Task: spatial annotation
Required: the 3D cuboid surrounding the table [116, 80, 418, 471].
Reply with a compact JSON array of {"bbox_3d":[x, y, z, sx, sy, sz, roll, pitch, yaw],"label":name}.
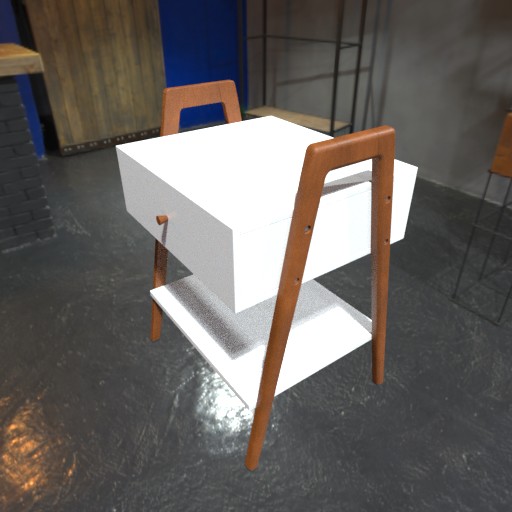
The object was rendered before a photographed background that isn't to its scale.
[{"bbox_3d":[0.000,0.000,0.923,0.405,0.610,0.457,-21,38,-30],"label":"table"}]
